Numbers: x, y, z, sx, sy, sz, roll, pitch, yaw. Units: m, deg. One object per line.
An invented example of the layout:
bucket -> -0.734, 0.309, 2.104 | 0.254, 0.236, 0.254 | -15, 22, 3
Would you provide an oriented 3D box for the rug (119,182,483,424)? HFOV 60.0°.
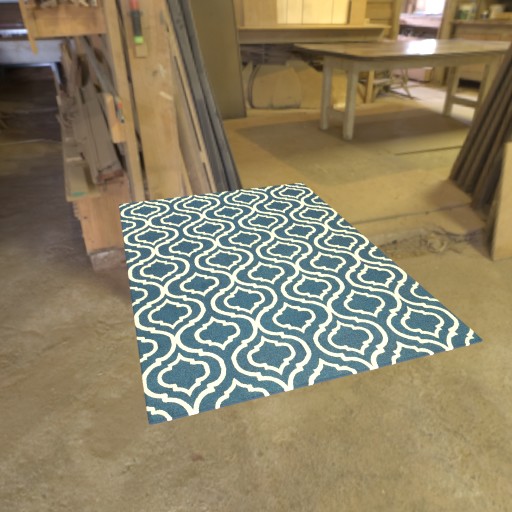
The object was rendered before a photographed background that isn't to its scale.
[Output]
rug -> 0.000, 0.000, 2.724 | 1.524, 0.010, 2.134 | -9, 31, -15
